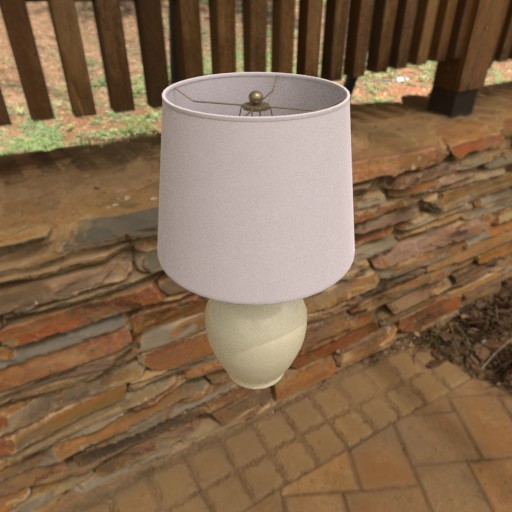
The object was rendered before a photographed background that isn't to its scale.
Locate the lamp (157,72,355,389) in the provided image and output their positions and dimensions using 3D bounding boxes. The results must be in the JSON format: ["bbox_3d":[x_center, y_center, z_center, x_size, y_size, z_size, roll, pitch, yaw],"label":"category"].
[{"bbox_3d":[0.000,0.000,0.558,0.239,0.399,0.239,0,33,0],"label":"lamp"}]
